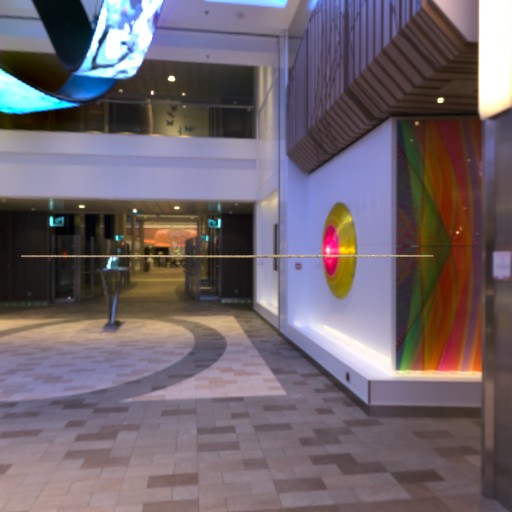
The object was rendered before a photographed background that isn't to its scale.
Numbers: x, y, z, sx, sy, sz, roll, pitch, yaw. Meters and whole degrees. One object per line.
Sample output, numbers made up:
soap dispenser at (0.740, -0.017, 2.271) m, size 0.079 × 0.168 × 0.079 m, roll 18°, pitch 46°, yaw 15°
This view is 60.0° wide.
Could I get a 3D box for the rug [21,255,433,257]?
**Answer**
rug at (0.000, 0.000, 4.219) m, size 2.437 × 0.014 × 3.201 m, roll 0°, pitch 0°, yaw 36°
